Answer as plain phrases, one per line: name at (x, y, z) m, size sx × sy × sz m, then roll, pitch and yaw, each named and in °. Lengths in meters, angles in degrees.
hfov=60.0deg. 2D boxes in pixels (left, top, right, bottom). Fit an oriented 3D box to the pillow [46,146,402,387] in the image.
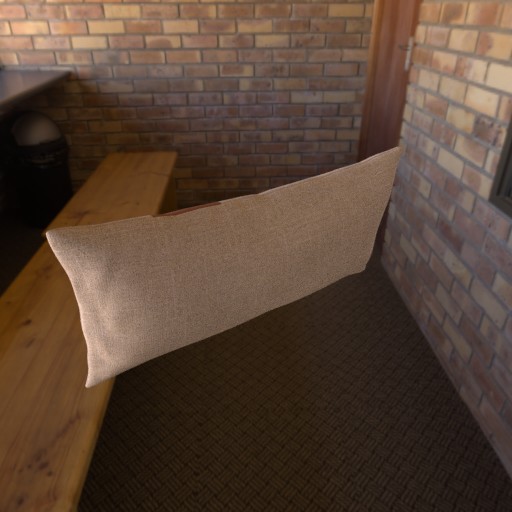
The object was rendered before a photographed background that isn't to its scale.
pillow at (0.000, 0.000, 0.738) m, size 0.612 × 0.282 × 0.155 m, roll -19°, pitch 34°, yaw -30°
